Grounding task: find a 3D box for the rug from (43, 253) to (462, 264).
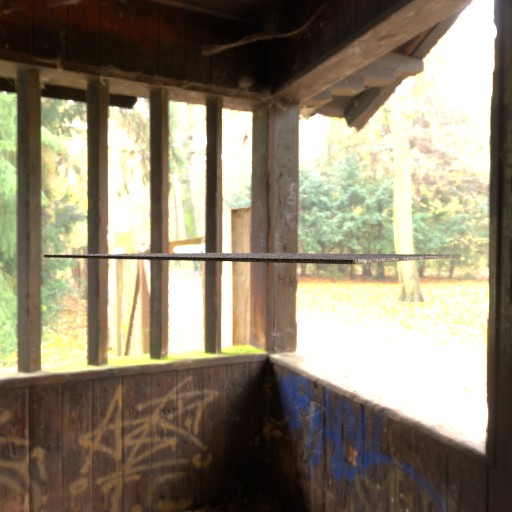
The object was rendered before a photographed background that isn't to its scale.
[{"bbox_3d":[0.000,0.000,4.059,3.000,0.025,2.401,1,1,36],"label":"rug"}]
